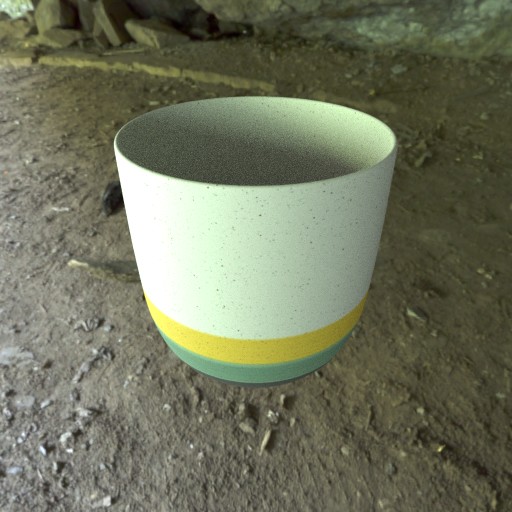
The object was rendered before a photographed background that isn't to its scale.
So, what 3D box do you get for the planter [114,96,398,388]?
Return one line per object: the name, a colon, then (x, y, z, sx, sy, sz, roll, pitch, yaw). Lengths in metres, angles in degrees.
planter: (0.000, 0.000, 0.372, 0.195, 0.214, 0.195, 0, 33, 0)
